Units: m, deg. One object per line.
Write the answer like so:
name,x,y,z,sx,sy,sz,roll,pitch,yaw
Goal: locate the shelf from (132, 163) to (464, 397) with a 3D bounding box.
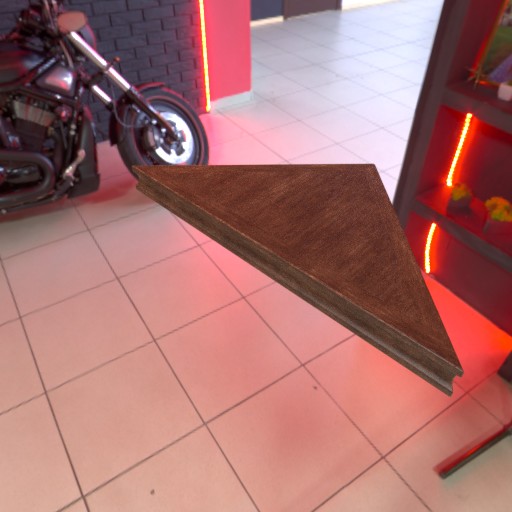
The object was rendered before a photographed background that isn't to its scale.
shelf,0.000,0.000,0.440,0.296,0.035,0.296,-1,42,-1
